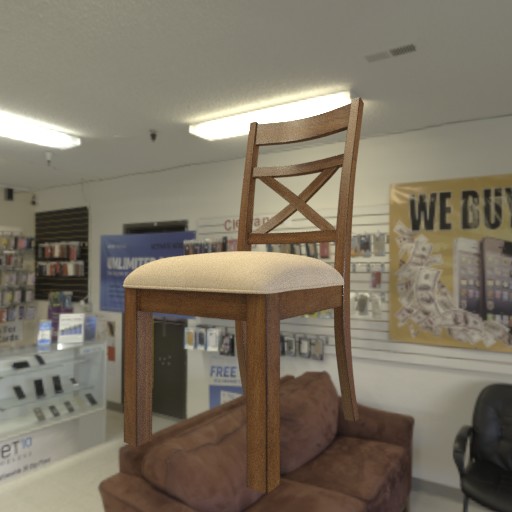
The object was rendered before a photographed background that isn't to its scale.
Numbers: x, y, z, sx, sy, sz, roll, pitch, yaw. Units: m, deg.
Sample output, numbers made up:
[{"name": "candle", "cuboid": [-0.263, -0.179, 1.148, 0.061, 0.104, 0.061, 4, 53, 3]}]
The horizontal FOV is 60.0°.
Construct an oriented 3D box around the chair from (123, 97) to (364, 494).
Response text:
[{"name": "chair", "cuboid": [0.000, 0.000, 1.228, 0.461, 0.949, 0.581, -1, -1, 36]}]
